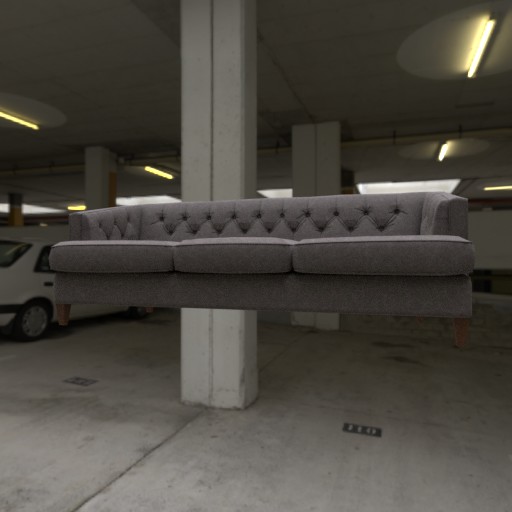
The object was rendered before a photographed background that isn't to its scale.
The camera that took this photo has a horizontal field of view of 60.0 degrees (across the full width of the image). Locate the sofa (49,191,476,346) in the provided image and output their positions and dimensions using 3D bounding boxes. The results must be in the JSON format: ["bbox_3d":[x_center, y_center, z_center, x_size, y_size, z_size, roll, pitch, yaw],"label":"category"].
[{"bbox_3d":[0.000,0.000,2.636,2.247,0.806,0.917,0,-1,17],"label":"sofa"}]
